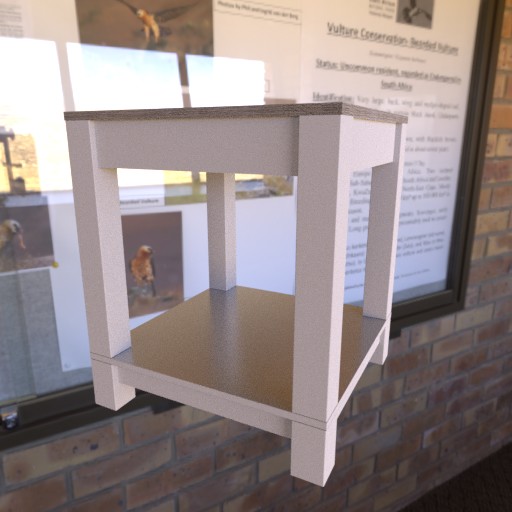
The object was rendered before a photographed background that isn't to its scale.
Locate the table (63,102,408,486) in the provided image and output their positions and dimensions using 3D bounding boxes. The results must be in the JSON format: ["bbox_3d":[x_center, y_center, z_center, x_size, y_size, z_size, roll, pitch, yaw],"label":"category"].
[{"bbox_3d":[0.000,0.000,0.964,0.506,0.587,0.504,8,17,26],"label":"table"}]
